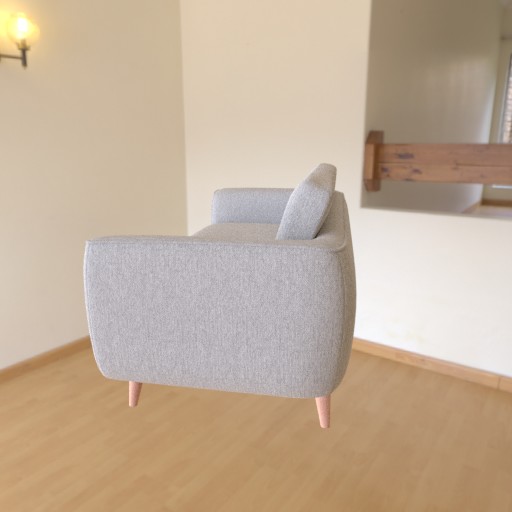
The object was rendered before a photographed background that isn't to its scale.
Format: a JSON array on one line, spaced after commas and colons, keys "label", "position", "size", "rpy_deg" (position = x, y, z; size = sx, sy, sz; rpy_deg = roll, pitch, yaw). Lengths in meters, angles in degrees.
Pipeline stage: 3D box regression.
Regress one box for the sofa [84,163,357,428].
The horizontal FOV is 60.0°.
[{"label": "sofa", "position": [0.000, 0.000, 2.179], "size": [0.920, 0.850, 1.700], "rpy_deg": [3, 15, 10]}]
